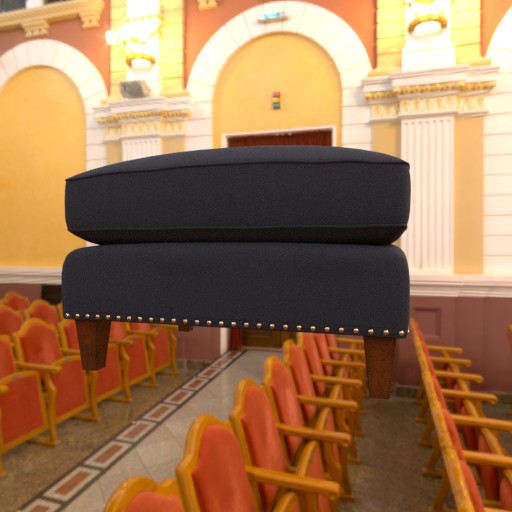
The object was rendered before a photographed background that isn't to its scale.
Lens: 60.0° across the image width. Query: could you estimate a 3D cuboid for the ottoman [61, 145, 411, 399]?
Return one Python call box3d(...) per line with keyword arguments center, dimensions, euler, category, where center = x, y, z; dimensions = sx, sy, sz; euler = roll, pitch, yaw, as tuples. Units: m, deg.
box3d(center=(0.000, 0.000, 1.152), dimensions=(0.741, 0.513, 0.584), euler=(0, 1, 17), category="ottoman")
